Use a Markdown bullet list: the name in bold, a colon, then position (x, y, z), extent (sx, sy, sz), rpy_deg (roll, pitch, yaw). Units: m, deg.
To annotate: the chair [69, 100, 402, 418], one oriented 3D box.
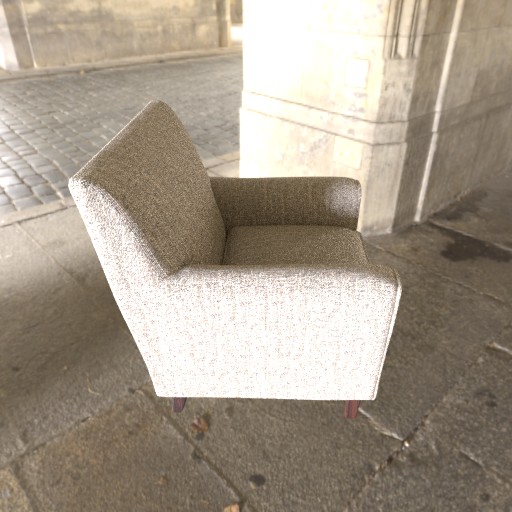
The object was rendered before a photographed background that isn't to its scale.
- **chair**: position (0.000, 0.000, 1.638), extent (0.873, 0.928, 0.864), rpy_deg (1, 32, 2)
